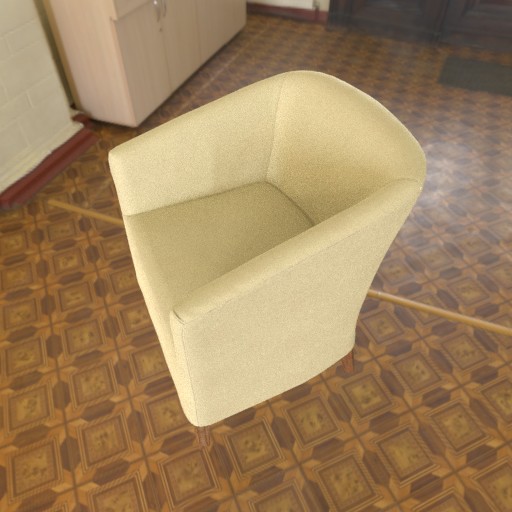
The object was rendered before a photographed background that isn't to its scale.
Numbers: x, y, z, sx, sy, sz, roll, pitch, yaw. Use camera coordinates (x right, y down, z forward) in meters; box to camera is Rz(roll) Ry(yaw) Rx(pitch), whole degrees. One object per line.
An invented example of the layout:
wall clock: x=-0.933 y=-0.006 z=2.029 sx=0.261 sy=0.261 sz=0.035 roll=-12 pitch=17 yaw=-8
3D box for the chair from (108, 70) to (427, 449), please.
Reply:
chair: x=0.000 y=0.000 z=1.286 sx=0.657 sy=0.822 sz=0.643 roll=-18 pitch=49 yaw=-17
